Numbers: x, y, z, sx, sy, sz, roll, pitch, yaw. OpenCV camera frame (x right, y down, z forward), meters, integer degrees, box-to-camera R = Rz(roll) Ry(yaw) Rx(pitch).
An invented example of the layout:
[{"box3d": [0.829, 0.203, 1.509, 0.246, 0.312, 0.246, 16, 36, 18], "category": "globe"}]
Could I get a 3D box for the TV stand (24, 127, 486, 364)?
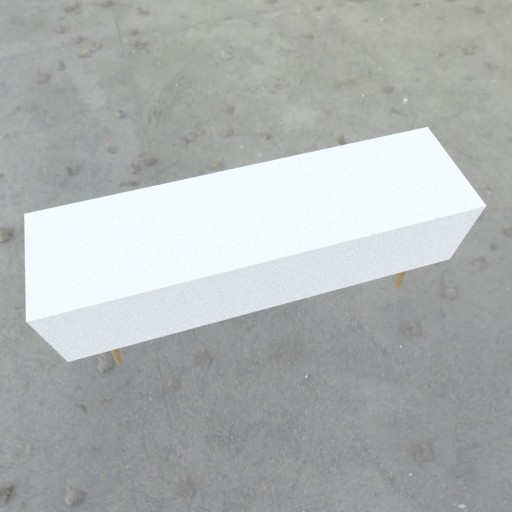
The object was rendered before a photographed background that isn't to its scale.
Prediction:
[{"box3d": [0.000, 0.000, 1.628, 1.398, 0.560, 0.401, -14, 58, -9], "category": "TV stand"}]
